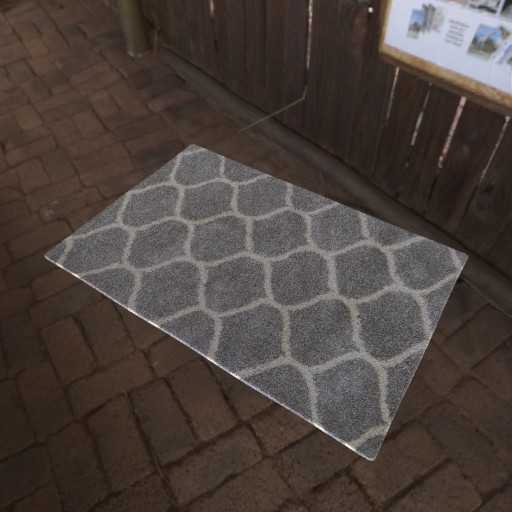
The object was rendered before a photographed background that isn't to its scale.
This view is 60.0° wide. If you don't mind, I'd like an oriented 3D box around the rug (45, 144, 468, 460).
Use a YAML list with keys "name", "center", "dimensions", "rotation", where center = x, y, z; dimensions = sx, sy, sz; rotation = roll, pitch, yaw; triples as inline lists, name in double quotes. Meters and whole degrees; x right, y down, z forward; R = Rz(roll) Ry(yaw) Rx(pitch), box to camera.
- name: "rug"
  center: [0.000, 0.000, 3.377]
  dimensions: [2.701, 0.026, 1.801]
  rotation: [26, 53, 22]
